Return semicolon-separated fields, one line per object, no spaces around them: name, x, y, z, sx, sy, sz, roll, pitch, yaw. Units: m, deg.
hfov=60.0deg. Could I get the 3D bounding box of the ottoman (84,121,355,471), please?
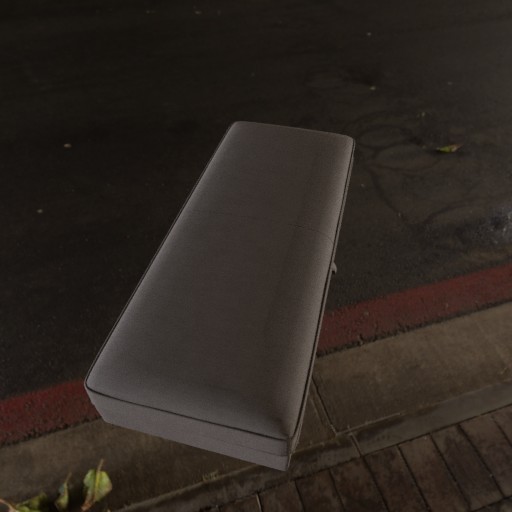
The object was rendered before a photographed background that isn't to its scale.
ottoman;0.000;0.000;2.073;0.751;0.470;1.764;11;47;10
